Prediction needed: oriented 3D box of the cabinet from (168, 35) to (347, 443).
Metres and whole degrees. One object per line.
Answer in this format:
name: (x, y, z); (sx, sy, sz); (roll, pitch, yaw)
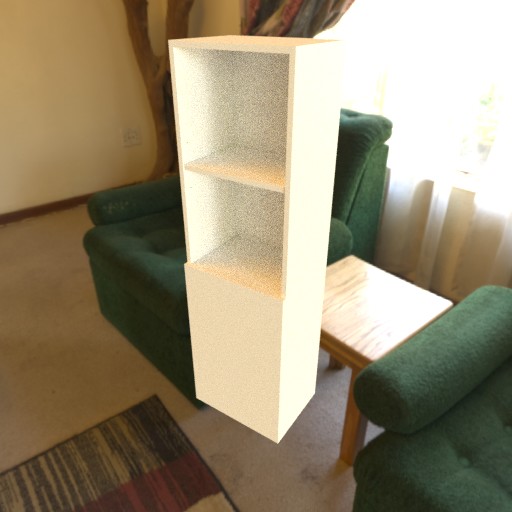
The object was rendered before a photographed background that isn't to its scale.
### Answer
cabinet: (0.000, 0.000, 1.539); (0.400, 1.350, 0.300); (18, 34, 29)
